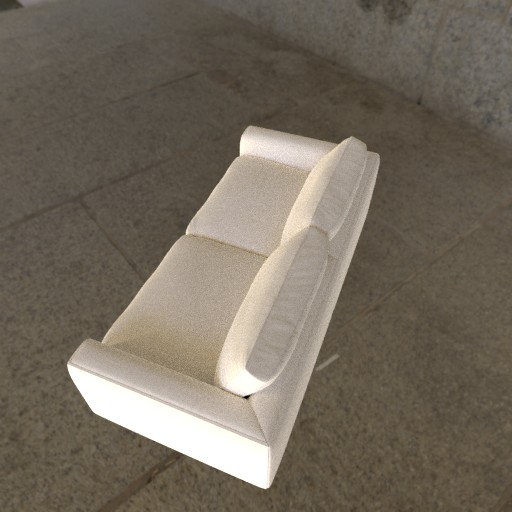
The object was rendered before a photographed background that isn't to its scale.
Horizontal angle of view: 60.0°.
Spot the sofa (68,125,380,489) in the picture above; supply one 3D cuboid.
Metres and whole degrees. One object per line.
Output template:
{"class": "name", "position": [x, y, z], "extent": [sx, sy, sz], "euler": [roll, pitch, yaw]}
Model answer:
{"class": "sofa", "position": [0.000, 0.000, 2.739], "extent": [1.070, 0.801, 2.262], "euler": [17, 50, 15]}
